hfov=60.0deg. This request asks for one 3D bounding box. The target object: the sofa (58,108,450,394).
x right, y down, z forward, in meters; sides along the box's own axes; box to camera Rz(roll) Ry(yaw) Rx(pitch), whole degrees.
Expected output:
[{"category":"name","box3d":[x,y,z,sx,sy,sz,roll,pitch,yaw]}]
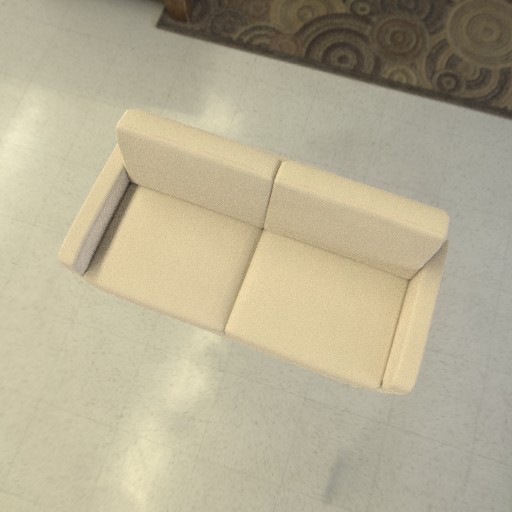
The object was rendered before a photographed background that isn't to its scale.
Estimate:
[{"category":"sofa","box3d":[0.000,0.000,2.310,1.808,0.831,0.894,20,76,5]}]
